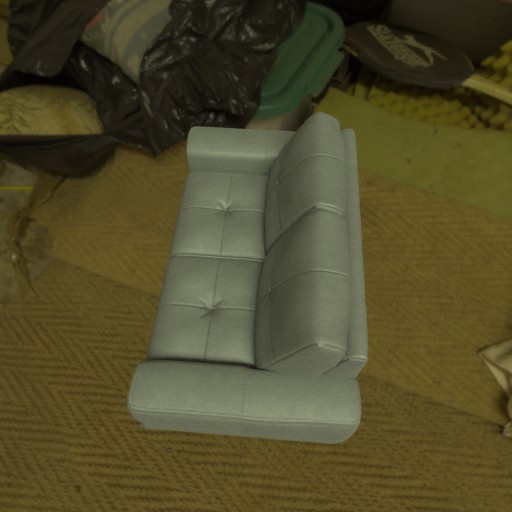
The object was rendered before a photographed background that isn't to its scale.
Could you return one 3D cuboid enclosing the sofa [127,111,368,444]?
[{"bbox_3d":[0.000,0.000,2.405,1.018,0.907,1.806,4,58,2],"label":"sofa"}]
